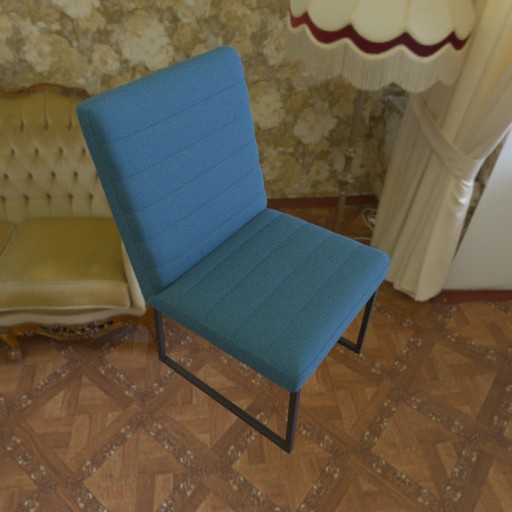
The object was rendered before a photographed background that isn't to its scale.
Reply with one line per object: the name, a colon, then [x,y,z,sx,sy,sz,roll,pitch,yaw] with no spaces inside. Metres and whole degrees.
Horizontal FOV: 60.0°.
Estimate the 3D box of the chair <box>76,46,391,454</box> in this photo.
chair: [0.000,0.000,1.272,0.634,0.930,0.520,27,49,26]
